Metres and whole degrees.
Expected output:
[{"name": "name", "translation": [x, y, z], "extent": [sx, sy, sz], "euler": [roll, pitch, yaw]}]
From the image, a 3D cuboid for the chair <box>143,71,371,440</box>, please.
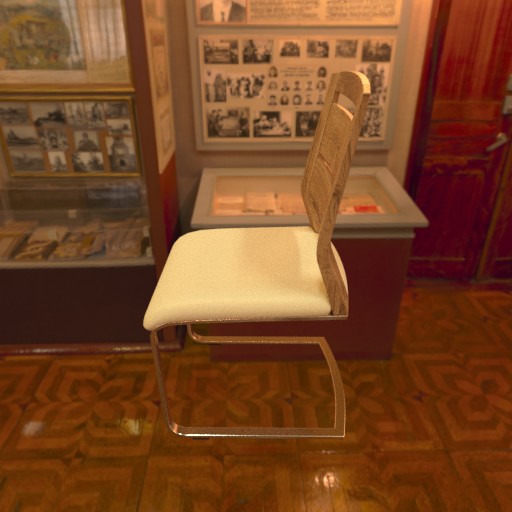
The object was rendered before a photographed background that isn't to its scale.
[{"name": "chair", "translation": [0.000, 0.000, 1.245], "extent": [0.561, 0.955, 0.457], "euler": [0, 27, 1]}]
